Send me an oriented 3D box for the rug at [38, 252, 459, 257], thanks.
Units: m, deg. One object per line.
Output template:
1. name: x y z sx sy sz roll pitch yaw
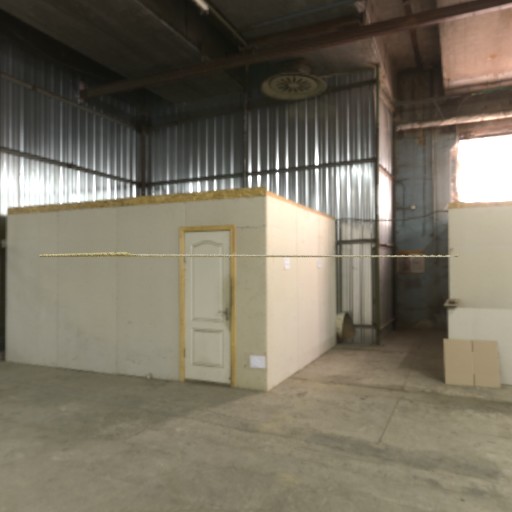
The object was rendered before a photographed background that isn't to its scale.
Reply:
1. rug: 0.000 0.000 2.999 2.435 0.018 1.540 0 0 -37
